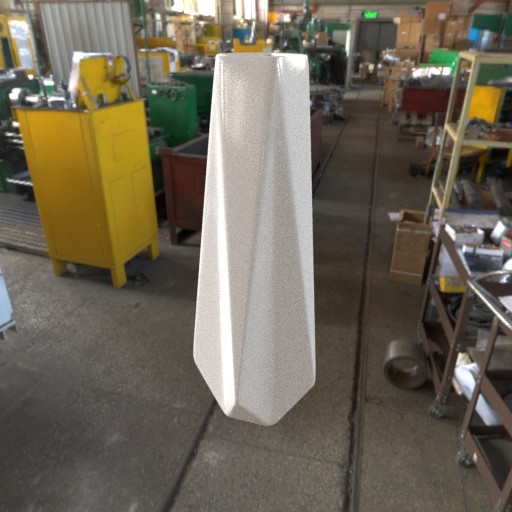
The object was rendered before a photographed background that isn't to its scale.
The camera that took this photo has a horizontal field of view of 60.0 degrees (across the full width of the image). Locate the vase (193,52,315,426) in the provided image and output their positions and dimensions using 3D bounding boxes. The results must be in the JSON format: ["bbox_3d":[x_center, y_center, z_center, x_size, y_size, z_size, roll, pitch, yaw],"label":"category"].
[{"bbox_3d":[0.000,0.000,0.397,0.122,0.329,0.116,-9,28,-17],"label":"vase"}]
